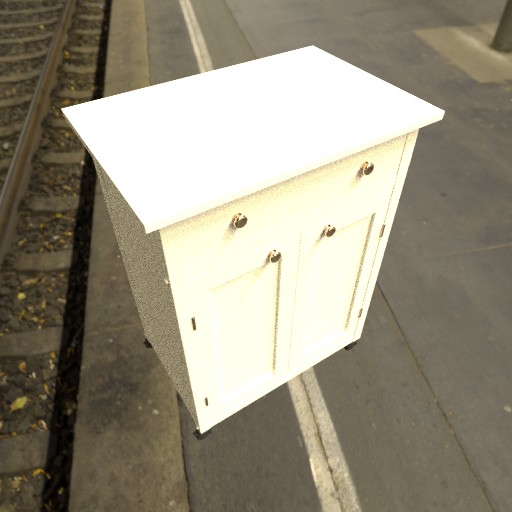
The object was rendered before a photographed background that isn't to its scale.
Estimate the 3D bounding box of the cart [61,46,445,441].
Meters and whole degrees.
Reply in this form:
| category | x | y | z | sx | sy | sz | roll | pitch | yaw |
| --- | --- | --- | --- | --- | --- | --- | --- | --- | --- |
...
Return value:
| category | x | y | z | sx | sy | sz | roll | pitch | yaw |
| --- | --- | --- | --- | --- | --- | --- | --- | --- | --- |
| cart | 0.000 | 0.000 | 1.229 | 0.683 | 0.864 | 0.442 | -24 | 50 | -23 |
